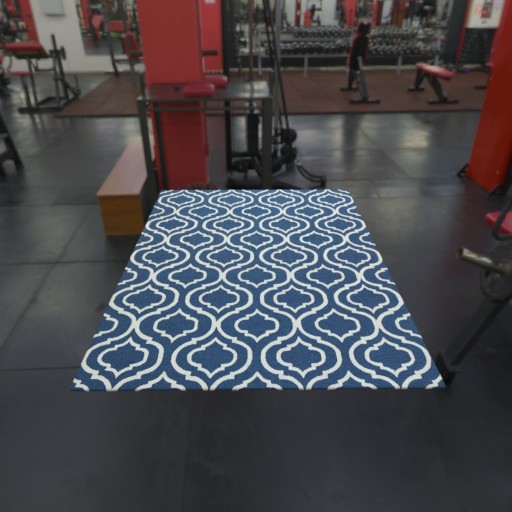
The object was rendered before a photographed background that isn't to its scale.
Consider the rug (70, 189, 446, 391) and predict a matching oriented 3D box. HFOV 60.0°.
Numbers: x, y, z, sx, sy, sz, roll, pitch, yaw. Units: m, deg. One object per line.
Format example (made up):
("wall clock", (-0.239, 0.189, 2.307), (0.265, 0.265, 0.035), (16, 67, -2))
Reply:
("rug", (0.000, 0.000, 2.709), (1.524, 0.010, 2.134), (0, 30, 0))
